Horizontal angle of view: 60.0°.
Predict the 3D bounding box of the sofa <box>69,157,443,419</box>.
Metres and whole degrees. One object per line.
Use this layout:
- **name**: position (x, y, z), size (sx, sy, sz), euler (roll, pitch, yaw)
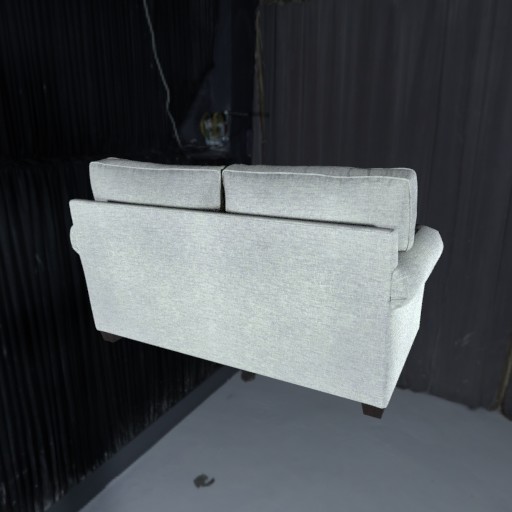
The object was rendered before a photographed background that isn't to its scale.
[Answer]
- **sofa**: position (0.000, 0.000, 2.264), size (1.701, 0.966, 0.966), euler (8, 17, 27)
